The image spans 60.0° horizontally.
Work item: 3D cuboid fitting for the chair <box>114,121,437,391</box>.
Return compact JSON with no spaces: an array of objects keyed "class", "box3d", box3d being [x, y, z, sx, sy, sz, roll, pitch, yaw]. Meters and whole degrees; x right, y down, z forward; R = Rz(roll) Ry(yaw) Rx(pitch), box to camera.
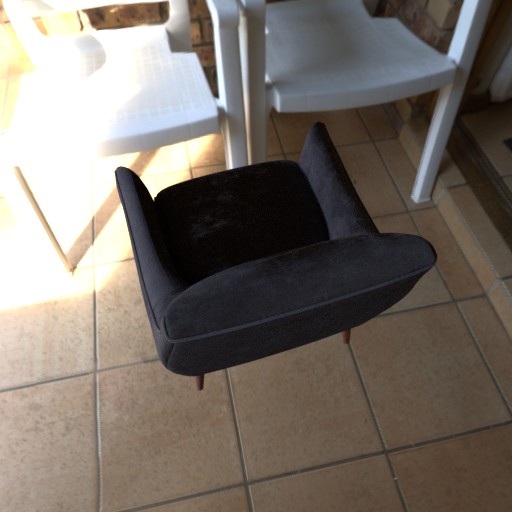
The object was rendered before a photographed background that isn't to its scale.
[{"class":"chair","box3d":[0.000,0.000,1.456,0.762,0.838,0.787,-15,59,-10]}]
